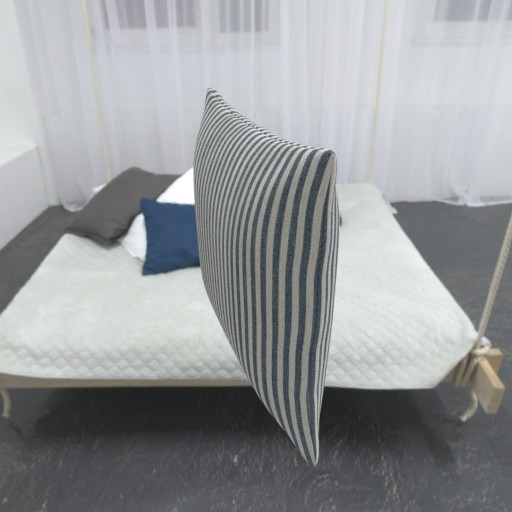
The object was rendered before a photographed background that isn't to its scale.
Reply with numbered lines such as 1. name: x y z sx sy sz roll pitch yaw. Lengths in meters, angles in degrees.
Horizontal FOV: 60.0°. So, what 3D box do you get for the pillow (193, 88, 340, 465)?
1. pillow: 0.000 0.000 0.801 0.166 0.510 0.523 -10 30 -17
